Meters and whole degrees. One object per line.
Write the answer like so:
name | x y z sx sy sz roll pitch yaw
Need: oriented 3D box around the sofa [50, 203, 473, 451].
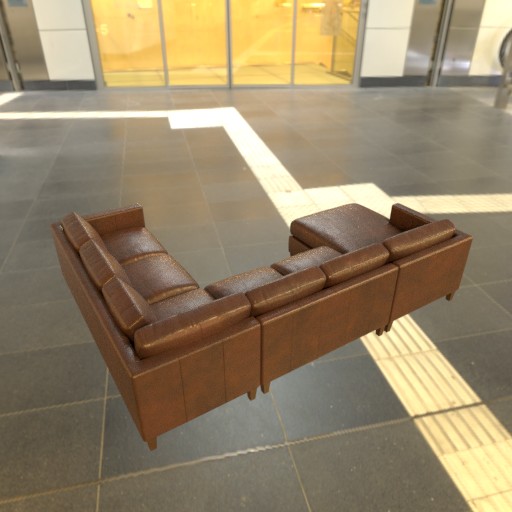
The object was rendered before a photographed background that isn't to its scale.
sofa | 0.000 0.000 4.440 3.324 0.891 2.452 -18 35 -28
